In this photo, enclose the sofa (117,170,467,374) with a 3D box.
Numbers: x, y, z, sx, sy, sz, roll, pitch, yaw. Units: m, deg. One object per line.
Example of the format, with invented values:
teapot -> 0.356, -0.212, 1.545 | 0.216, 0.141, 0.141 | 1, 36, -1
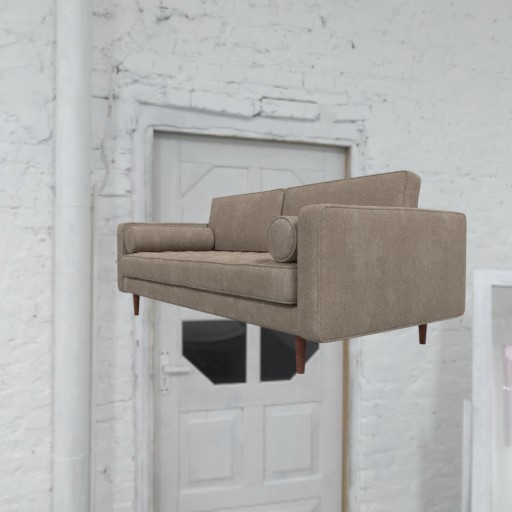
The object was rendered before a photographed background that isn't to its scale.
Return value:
sofa -> 0.000, 0.000, 2.379 | 0.920, 0.769, 1.883 | -1, 2, -37
